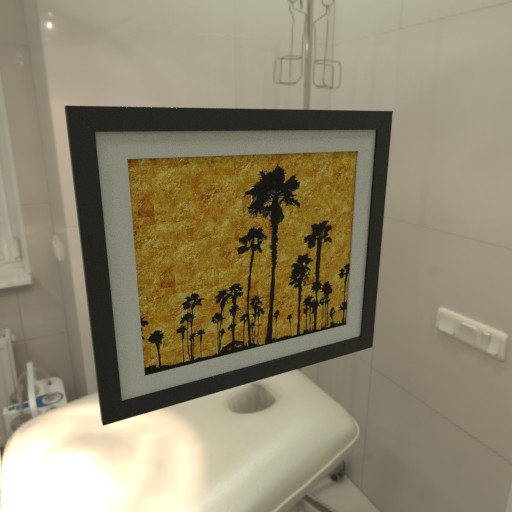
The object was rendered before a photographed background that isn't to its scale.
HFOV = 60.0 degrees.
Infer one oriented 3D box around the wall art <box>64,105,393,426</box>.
[{"bbox_3d":[0.000,0.000,0.525,0.383,0.332,0.012,-9,19,-26],"label":"wall art"}]
